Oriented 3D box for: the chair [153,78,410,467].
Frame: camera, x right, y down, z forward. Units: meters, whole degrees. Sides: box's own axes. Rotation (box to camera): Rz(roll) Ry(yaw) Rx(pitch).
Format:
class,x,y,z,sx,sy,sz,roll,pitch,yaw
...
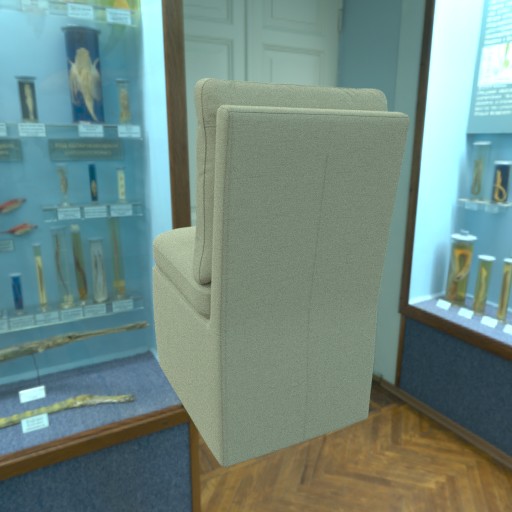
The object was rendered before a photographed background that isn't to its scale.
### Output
class,x,y,z,sx,sy,sz,roll,pitch,yaw
chair,0.000,0.000,1.331,0.503,0.927,0.698,-7,16,-26
